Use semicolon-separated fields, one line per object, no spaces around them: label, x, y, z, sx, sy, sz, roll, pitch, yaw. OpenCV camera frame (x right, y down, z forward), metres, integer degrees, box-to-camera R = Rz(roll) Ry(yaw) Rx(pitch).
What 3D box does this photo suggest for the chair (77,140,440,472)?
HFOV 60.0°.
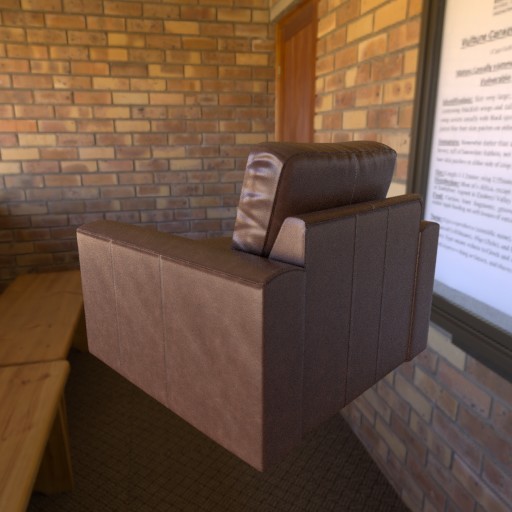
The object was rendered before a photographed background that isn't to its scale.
chair;0.000;0.000;1.729;1.016;0.873;1.005;14;21;42
